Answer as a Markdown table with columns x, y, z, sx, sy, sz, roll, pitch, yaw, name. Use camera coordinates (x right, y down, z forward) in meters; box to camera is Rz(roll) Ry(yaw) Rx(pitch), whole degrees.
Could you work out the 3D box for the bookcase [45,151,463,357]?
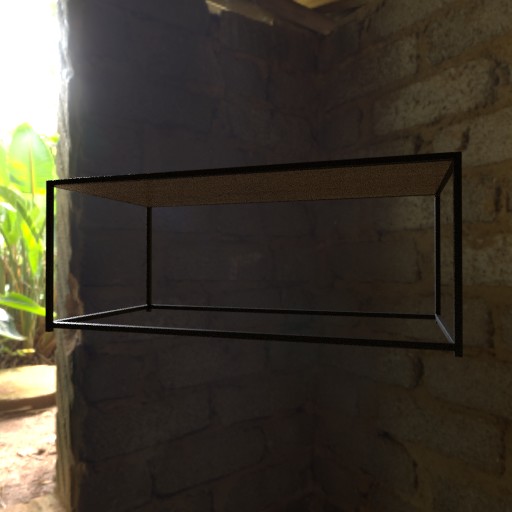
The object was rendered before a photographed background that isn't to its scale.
| x | y | z | sx | sy | sz | roll | pitch | yaw | name |
| --- | --- | --- | --- | --- | --- | --- | --- | --- | --- |
| 0.000 | 0.000 | 1.246 | 1.000 | 0.400 | 0.500 | 0 | -1 | 18 | bookcase |
